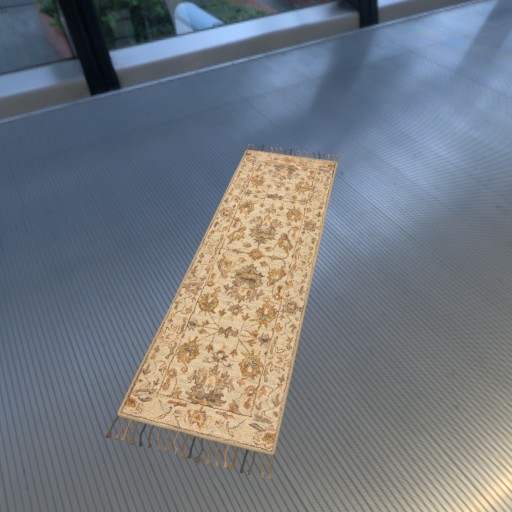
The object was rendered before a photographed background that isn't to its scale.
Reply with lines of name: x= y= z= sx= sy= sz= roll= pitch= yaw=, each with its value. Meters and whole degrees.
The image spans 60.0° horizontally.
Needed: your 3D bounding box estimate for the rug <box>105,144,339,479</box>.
rug: x=0.000 y=0.000 z=2.664 sx=0.729 sy=0.021 sz=2.438 roll=10 pitch=46 yaw=10
